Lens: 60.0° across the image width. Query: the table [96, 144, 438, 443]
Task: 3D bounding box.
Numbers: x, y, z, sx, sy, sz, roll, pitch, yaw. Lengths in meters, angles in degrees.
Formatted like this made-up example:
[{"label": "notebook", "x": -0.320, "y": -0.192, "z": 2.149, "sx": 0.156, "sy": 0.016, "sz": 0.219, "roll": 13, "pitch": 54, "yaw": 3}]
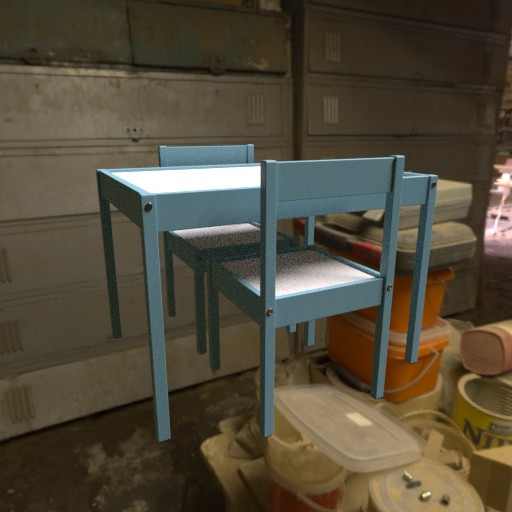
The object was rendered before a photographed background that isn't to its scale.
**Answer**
[{"label": "table", "x": 0.000, "y": 0.000, "z": 1.079, "sx": 0.639, "sy": 0.503, "sz": 0.633, "roll": -8, "pitch": 18, "yaw": -26}]
